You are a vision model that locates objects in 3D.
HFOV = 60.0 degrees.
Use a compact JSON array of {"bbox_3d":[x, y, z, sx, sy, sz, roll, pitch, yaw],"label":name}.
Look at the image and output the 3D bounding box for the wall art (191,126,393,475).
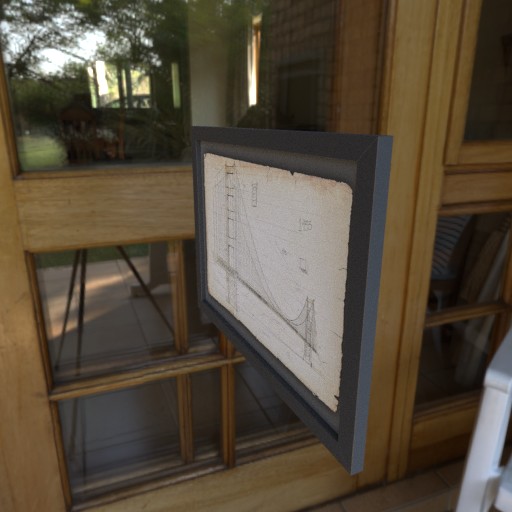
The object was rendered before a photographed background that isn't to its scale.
[{"bbox_3d":[0.000,0.000,0.556,0.016,0.306,0.432,-8,19,-25],"label":"wall art"}]
